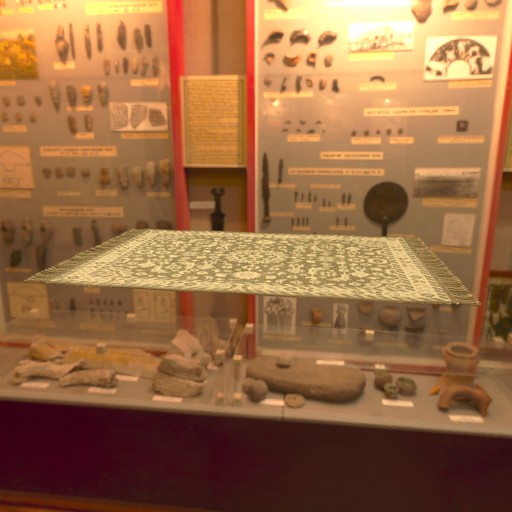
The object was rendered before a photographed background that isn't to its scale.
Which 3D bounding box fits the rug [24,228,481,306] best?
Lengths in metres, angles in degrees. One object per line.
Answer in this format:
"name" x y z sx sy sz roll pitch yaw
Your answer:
"rug" 0.000 0.000 3.023 2.431 0.025 1.530 2 15 8
